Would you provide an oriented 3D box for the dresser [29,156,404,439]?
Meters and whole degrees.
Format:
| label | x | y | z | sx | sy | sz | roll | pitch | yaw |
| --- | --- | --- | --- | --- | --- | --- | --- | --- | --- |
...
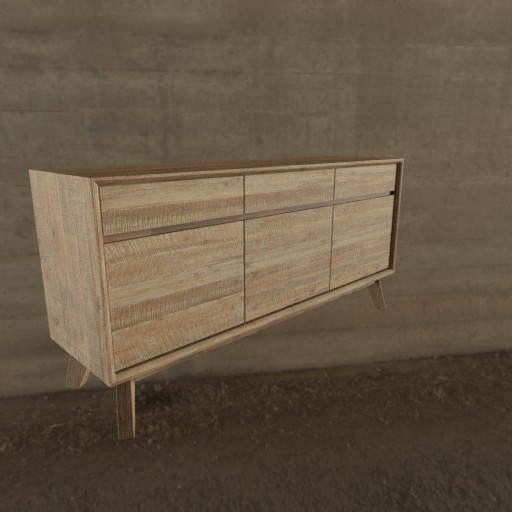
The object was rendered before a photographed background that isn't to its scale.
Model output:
| label | x | y | z | sx | sy | sz | roll | pitch | yaw |
| --- | --- | --- | --- | --- | --- | --- | --- | --- | --- |
| dresser | 0.000 | 0.000 | 1.912 | 1.602 | 0.788 | 0.455 | -14 | 20 | -42 |
